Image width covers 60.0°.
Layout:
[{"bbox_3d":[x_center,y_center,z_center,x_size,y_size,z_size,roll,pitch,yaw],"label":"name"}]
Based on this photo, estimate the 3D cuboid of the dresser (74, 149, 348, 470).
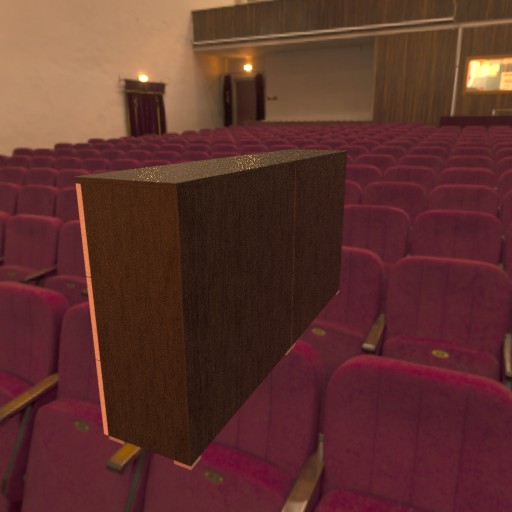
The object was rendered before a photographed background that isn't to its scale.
[{"bbox_3d":[0.000,0.000,1.845,0.333,0.790,1.535,8,18,24],"label":"dresser"}]
